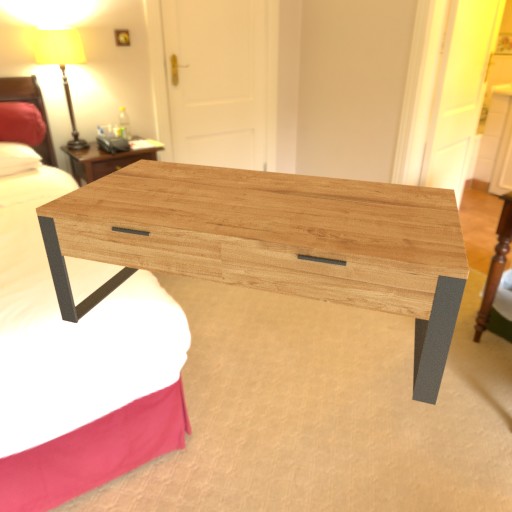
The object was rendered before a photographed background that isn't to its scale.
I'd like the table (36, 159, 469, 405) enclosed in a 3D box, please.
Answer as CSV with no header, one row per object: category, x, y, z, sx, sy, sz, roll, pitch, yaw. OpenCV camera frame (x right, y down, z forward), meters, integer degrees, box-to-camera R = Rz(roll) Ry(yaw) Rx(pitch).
table,0.000,0.000,1.470,1.180,0.400,0.590,9,28,17
